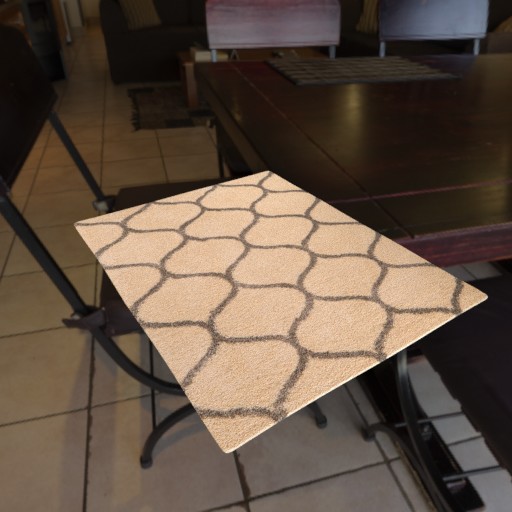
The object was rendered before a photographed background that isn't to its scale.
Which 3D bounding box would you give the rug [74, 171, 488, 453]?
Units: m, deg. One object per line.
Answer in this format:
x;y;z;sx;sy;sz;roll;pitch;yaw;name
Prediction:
0.000;0.000;3.953;2.399;0.026;3.000;-20;39;-28;rug
